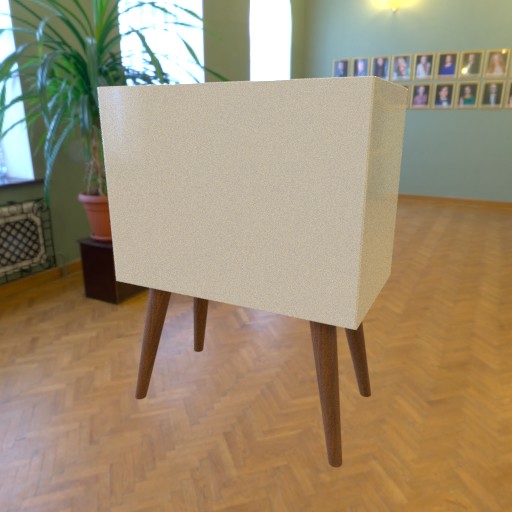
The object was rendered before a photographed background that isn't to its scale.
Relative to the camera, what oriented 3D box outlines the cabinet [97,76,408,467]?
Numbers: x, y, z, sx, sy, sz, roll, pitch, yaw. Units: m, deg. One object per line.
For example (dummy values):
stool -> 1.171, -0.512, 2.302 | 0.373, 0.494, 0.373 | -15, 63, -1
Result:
cabinet -> 0.000, 0.000, 1.085 | 0.591, 0.772, 0.344 | 8, 19, 25
